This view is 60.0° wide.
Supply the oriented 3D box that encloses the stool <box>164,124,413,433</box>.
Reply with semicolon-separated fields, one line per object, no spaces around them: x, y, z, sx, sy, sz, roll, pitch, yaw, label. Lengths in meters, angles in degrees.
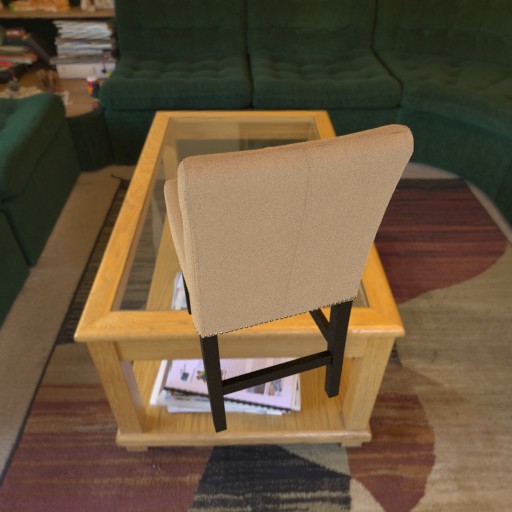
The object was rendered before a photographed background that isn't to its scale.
0.000;0.000;1.196;0.427;0.885;0.571;-12;42;-14;stool
